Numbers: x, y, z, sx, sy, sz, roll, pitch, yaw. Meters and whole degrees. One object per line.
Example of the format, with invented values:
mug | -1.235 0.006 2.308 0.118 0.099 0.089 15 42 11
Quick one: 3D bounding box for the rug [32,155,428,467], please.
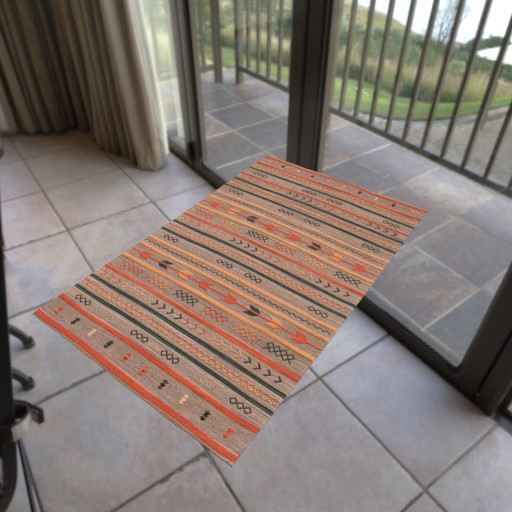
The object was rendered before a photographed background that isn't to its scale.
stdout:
rug | 0.000 0.000 3.043 1.537 0.029 2.439 26 47 27
